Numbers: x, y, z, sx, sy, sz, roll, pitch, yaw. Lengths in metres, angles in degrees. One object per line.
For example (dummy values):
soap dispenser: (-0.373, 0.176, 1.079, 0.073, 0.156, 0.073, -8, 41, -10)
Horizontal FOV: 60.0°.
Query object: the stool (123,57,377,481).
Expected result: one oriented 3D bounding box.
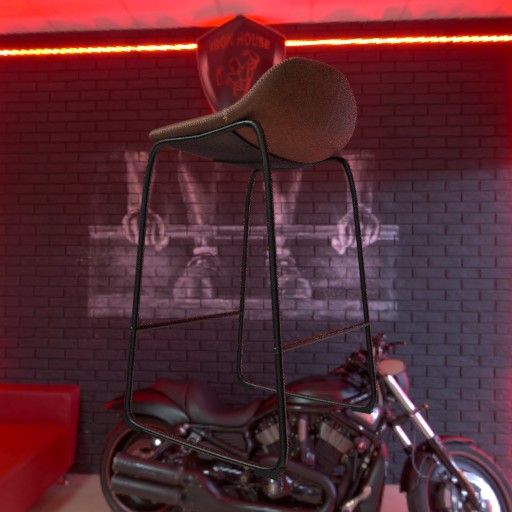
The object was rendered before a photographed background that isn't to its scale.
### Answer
stool: (0.000, 0.000, 1.123, 0.473, 0.830, 0.454, 0, -1, 37)
